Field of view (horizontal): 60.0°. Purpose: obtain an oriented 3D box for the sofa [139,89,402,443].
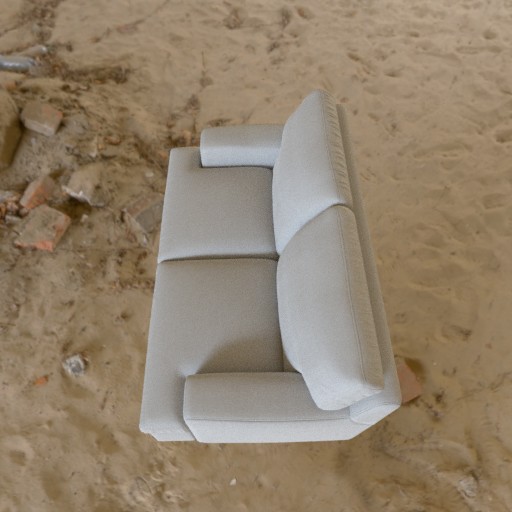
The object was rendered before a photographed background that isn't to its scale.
[{"bbox_3d":[0.000,0.000,2.480,1.143,0.940,1.880,-1,58,-1],"label":"sofa"}]
